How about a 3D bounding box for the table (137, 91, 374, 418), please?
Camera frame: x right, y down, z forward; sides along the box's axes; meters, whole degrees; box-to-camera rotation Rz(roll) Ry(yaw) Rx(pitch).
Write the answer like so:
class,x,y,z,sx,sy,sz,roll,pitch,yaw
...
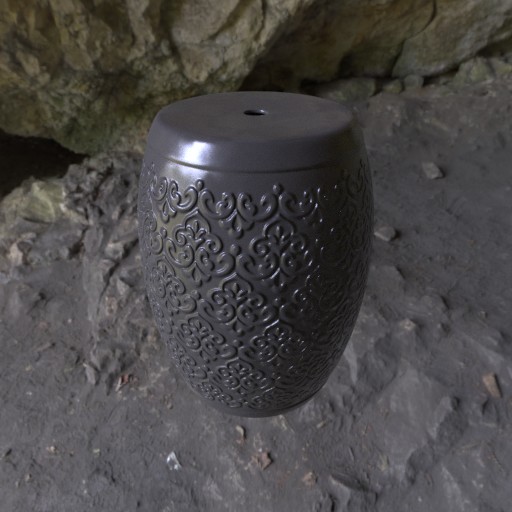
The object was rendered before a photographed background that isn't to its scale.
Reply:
class,x,y,z,sx,sy,sz,roll,pitch,yaw
table,0.000,0.000,0.619,0.309,0.397,0.309,0,32,0
